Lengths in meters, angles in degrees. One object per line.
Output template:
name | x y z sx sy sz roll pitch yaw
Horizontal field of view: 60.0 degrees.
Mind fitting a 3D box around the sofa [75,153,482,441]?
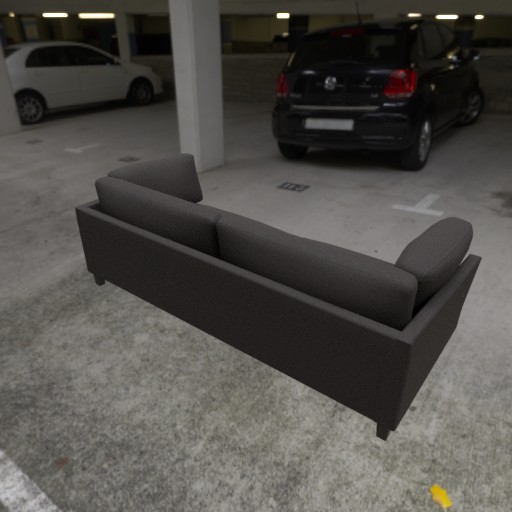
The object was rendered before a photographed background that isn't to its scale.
sofa | 0.000 0.000 2.721 2.312 0.792 0.969 20 35 32
